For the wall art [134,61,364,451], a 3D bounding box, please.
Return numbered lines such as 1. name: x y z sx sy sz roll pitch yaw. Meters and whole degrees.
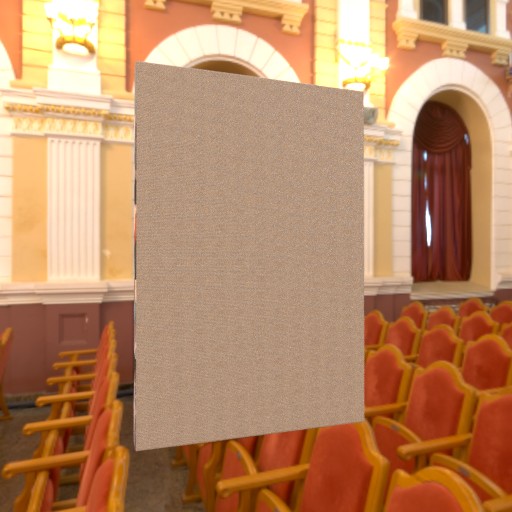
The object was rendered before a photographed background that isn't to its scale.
1. wall art: 0.000 0.000 1.153 0.609 0.911 0.061 0 0 -18
